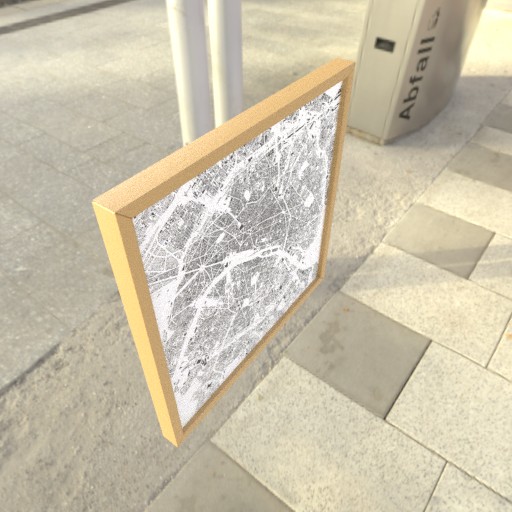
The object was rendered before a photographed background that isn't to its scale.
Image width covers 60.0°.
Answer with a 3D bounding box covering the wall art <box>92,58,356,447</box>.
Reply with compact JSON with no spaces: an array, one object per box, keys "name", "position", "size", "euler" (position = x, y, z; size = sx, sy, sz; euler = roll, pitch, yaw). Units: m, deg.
[{"name":"wall art","position":[0.000,0.000,0.758],"size":[0.036,0.509,0.509],"euler":[26,49,26]}]
